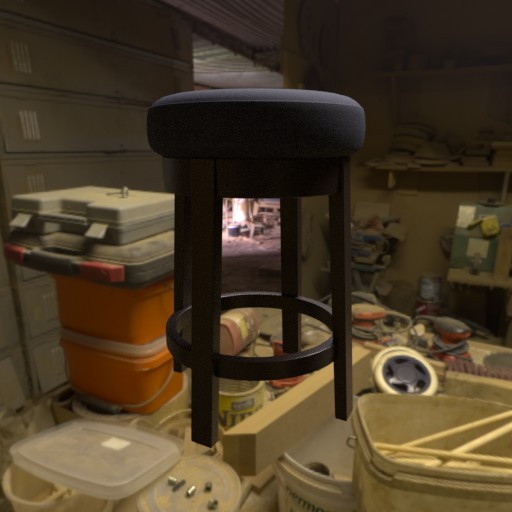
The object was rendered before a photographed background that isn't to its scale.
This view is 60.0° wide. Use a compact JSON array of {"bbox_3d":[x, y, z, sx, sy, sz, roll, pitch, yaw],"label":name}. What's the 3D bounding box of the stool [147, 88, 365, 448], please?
[{"bbox_3d":[0.000,0.000,0.960,0.449,0.655,0.449,0,14,0],"label":"stool"}]
